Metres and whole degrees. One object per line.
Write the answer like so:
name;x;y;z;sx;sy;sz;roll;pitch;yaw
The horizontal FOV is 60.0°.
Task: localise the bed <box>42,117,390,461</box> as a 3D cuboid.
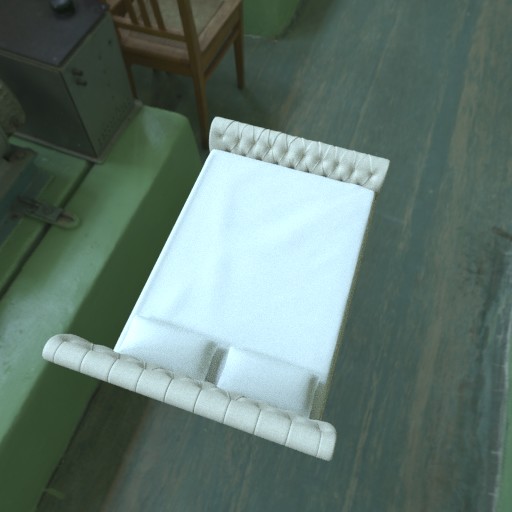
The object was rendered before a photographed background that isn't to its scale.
bed;0.000;0.000;3.338;1.606;1.268;2.493;17;64;8
